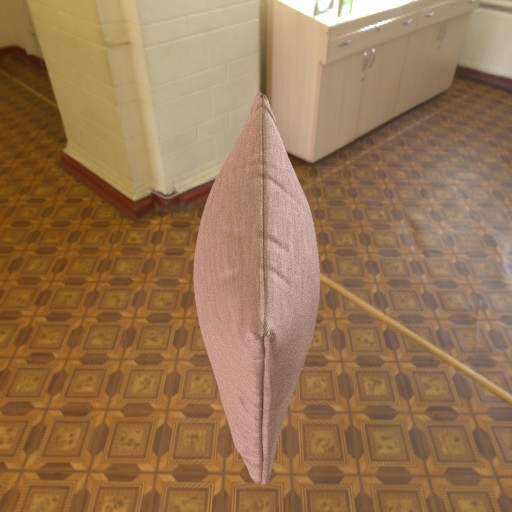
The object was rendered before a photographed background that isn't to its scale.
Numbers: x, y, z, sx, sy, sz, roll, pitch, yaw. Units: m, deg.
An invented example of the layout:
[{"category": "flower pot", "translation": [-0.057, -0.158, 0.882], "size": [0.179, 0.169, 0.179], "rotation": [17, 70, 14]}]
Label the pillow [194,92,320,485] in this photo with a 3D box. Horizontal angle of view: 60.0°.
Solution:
[{"category": "pillow", "translation": [0.000, 0.000, 0.770], "size": [0.210, 0.338, 0.633], "rotation": [0, 41, 0]}]
